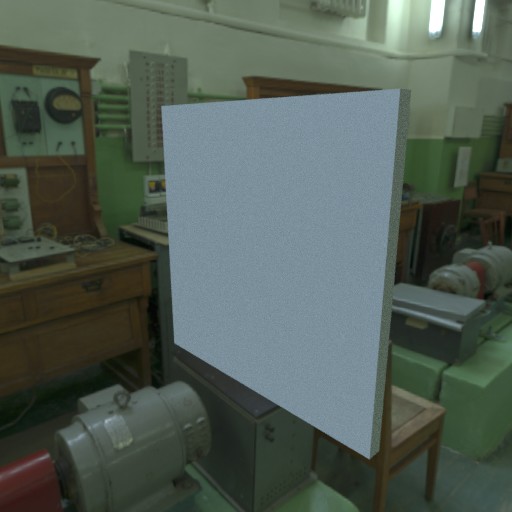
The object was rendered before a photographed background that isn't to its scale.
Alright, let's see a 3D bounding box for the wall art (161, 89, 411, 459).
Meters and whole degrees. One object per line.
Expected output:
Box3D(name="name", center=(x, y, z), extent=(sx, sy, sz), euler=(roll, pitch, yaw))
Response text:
Box3D(name="wall art", center=(0.000, 0.000, 0.840), extent=(0.028, 0.559, 0.559), euler=(-14, 21, -42))
